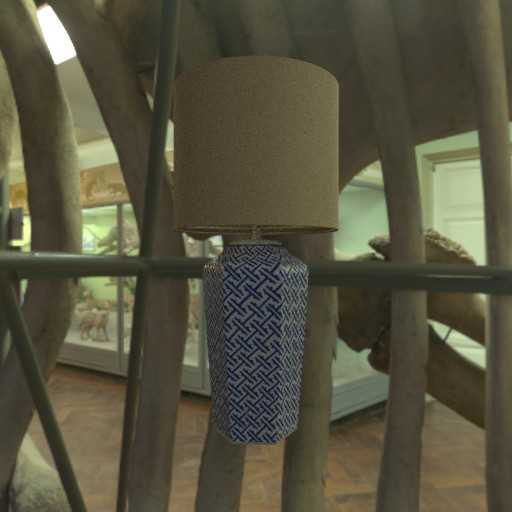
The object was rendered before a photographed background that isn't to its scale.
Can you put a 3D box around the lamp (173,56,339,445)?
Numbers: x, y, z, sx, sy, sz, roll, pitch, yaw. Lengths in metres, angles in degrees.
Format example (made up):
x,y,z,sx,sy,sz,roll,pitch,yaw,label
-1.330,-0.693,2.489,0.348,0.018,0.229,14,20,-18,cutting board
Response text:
x,y,z,sx,sy,sz,roll,pitch,yaw,label
0.000,0.000,0.869,0.320,0.682,0.320,0,0,37,lamp
